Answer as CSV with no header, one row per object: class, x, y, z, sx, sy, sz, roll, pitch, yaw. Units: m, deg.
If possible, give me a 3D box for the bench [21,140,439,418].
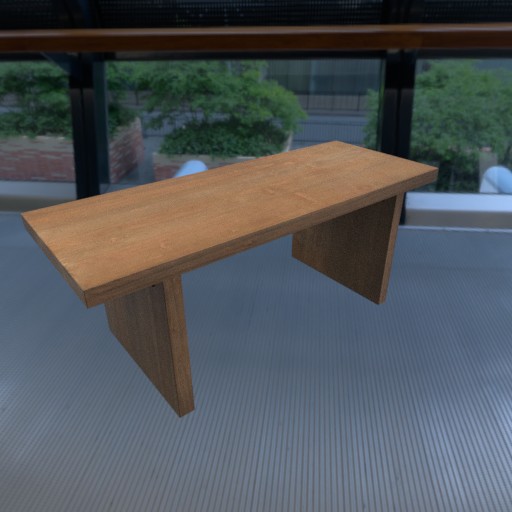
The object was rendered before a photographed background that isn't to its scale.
bench,0.000,0.000,1.416,1.183,0.458,0.458,-21,35,-33
